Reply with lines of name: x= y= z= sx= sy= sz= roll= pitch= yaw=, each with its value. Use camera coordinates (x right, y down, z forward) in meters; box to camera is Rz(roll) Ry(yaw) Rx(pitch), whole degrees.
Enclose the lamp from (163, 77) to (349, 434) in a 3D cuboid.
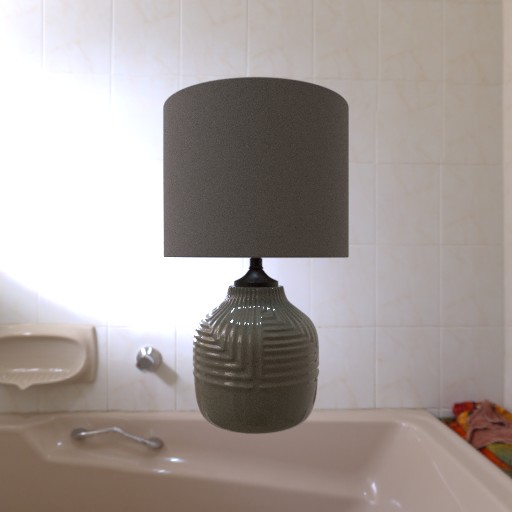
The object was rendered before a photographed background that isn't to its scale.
lamp: x=0.000 y=0.000 z=0.775 sx=0.318 sy=0.567 sz=0.318 roll=0 pitch=0 yaw=0
